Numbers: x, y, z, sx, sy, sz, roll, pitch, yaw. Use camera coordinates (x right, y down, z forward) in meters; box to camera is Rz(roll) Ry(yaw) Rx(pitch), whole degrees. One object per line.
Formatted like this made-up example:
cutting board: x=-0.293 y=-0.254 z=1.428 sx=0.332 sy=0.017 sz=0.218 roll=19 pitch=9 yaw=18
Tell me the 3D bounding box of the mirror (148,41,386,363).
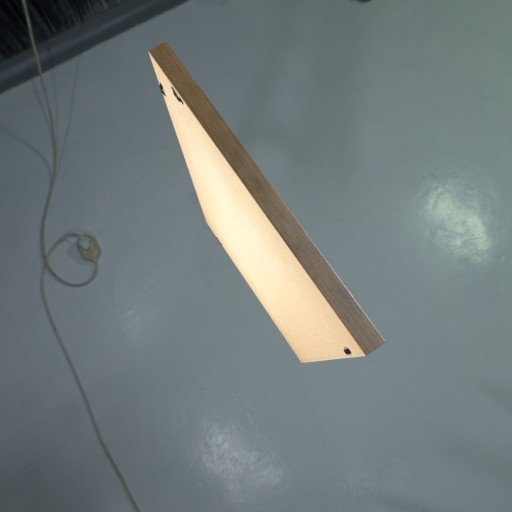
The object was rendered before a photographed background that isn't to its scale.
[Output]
mirror: x=0.000 y=0.000 z=1.136 sx=0.041 sy=0.915 sz=0.609 roll=-33 pitch=78 yaw=-8
